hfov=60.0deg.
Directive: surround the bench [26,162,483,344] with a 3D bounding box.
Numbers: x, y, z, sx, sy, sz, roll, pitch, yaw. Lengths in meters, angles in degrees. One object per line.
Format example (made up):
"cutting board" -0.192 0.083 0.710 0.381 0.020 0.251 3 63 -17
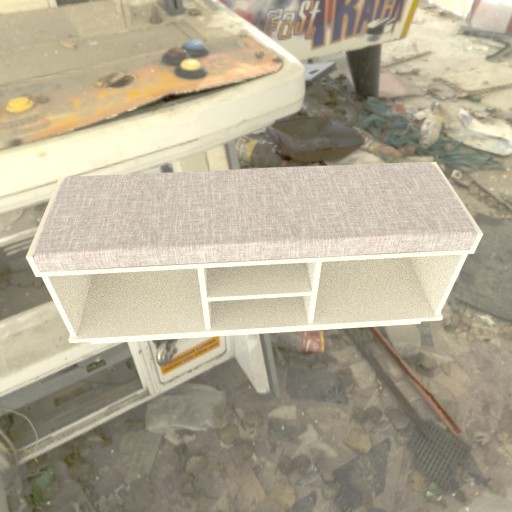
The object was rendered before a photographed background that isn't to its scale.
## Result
"bench" 0.000 0.000 1.420 1.196 0.453 0.363 -3 45 -3
